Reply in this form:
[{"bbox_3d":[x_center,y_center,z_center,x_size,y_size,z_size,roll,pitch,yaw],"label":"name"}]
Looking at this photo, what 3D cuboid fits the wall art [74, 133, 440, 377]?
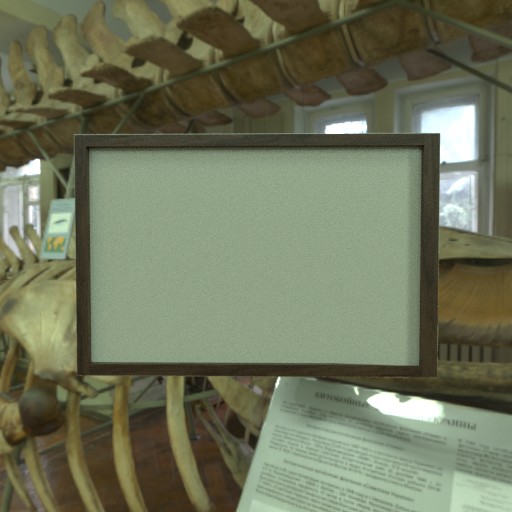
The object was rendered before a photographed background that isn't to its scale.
[{"bbox_3d":[0.000,0.000,1.877,1.520,1.016,0.051,0,2,1],"label":"wall art"}]
